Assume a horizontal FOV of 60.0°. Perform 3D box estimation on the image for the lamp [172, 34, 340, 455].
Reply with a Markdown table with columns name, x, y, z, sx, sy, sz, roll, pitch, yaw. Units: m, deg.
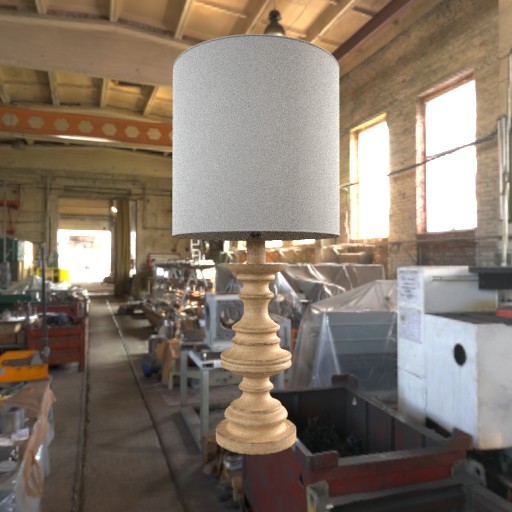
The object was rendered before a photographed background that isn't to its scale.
| name | x | y | z | sx | sy | sz | roll | pitch | yaw |
| --- | --- | --- | --- | --- | --- | --- | --- | --- | --- |
| lamp | 0.000 | 0.000 | 0.558 | 0.208 | 0.455 | 0.208 | -1 | -1 | 36 |
